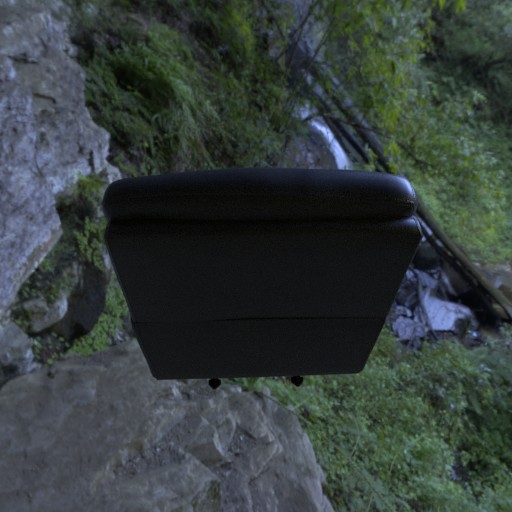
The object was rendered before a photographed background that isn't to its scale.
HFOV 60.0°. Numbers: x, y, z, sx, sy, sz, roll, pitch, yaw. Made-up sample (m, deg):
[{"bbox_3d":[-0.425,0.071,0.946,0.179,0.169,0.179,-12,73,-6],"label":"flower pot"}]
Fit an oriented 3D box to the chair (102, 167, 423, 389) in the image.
[{"bbox_3d":[0.000,0.000,2.029,1.096,1.109,1.087,-1,30,-2],"label":"chair"}]
